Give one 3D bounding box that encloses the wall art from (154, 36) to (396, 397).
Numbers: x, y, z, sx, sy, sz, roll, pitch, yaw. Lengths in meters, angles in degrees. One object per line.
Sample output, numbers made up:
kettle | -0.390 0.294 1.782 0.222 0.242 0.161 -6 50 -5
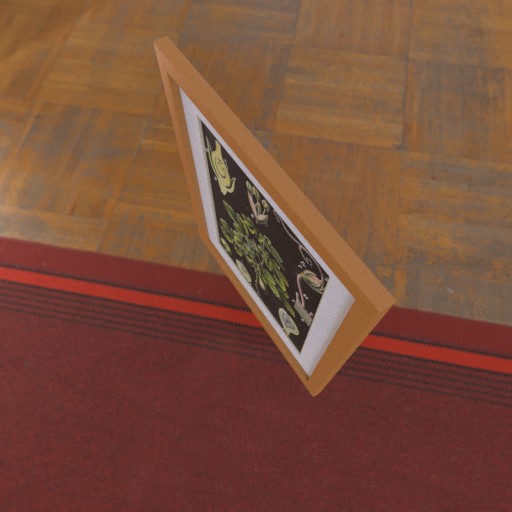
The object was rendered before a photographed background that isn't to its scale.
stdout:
wall art | 0.000 0.000 0.755 0.022 0.553 0.452 -32 68 -14
